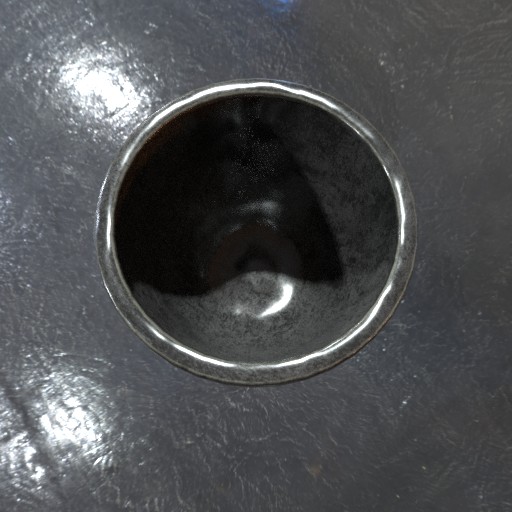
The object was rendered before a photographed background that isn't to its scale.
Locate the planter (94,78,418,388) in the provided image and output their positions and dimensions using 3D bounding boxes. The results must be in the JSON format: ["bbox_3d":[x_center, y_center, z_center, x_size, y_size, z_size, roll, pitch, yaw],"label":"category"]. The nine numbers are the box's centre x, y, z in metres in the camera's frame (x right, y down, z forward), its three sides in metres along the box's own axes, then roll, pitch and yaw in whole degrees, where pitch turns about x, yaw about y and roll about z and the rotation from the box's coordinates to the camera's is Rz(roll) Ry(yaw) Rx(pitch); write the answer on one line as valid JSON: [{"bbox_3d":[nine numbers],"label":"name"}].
[{"bbox_3d":[0.000,0.000,0.249,0.140,0.129,0.140,0,75,0],"label":"planter"}]
